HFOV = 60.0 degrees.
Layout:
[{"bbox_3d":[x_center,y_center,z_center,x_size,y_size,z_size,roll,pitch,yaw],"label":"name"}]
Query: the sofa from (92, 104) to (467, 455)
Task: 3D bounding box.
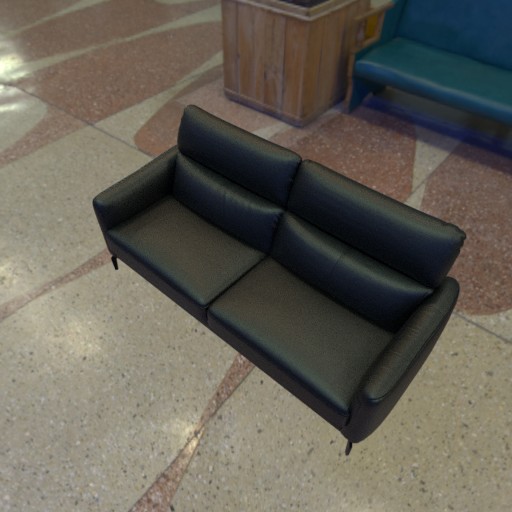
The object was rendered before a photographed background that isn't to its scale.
[{"bbox_3d":[0.000,0.000,2.536,2.069,0.957,0.856,32,54,27],"label":"sofa"}]
